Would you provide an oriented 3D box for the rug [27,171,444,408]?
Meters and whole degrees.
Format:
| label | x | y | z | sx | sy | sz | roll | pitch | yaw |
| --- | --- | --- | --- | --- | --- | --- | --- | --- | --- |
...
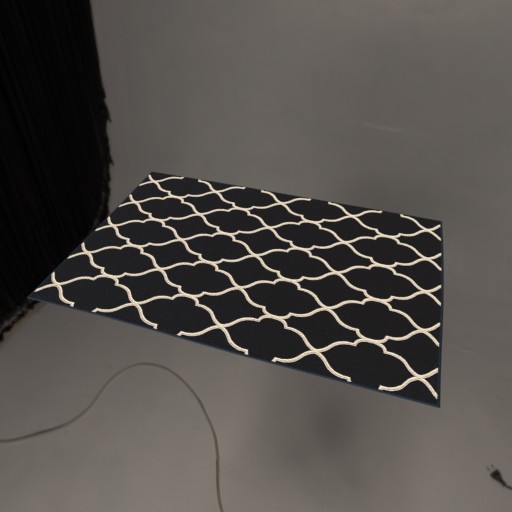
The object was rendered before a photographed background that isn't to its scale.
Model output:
| label | x | y | z | sx | sy | sz | roll | pitch | yaw |
| --- | --- | --- | --- | --- | --- | --- | --- | --- | --- |
| rug | 0.000 | 0.000 | 2.845 | 2.294 | 0.014 | 1.528 | 12 | 42 | 13 |
